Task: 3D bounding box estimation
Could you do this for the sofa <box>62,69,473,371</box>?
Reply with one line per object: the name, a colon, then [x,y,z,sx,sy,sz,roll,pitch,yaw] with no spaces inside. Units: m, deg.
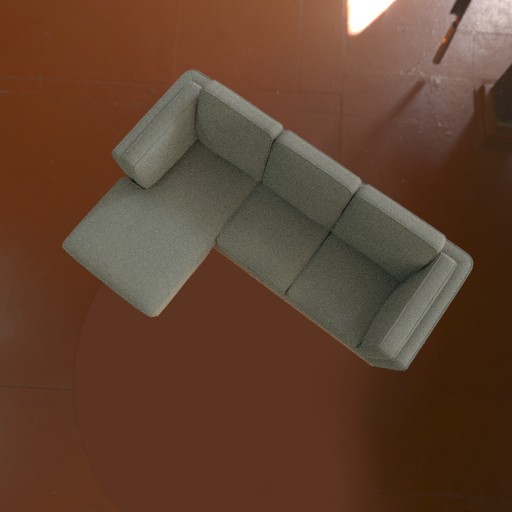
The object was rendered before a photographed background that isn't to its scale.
sofa: [0.000,0.000,3.147,2.411,0.929,1.604,36,79,8]
